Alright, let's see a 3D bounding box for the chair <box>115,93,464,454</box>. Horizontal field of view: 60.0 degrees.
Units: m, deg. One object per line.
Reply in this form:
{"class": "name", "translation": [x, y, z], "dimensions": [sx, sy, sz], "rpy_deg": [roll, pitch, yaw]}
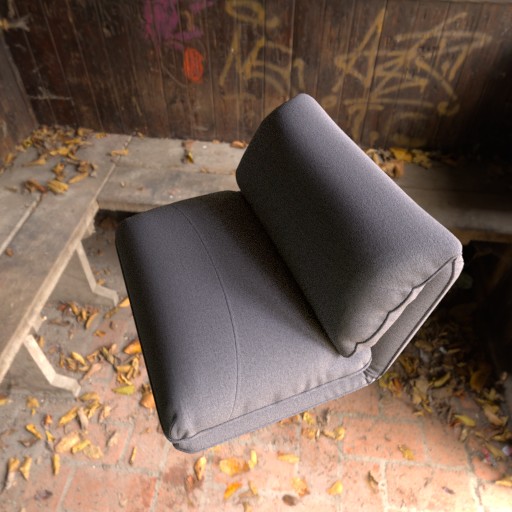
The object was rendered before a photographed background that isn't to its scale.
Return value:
{"class": "chair", "translation": [0.000, 0.000, 1.325], "dimensions": [0.780, 0.580, 0.820], "rpy_deg": [-16, 48, -15]}
